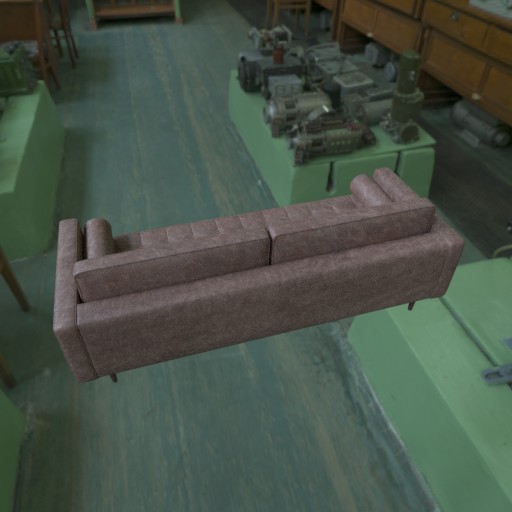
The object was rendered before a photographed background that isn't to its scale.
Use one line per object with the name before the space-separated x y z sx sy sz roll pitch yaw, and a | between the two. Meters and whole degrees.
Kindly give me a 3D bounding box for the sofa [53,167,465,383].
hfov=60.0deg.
sofa | 0.000 0.000 2.690 2.210 0.762 0.914 -11 43 -12
